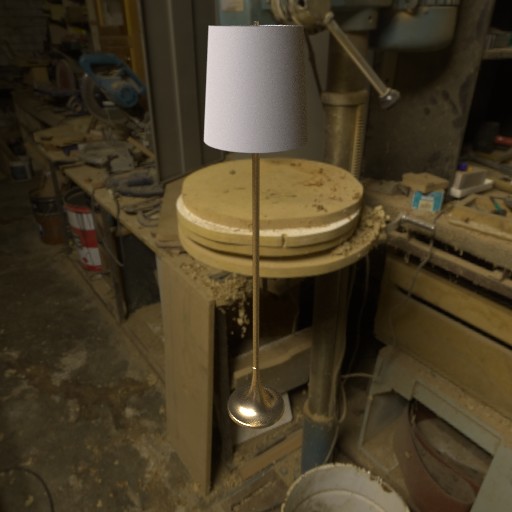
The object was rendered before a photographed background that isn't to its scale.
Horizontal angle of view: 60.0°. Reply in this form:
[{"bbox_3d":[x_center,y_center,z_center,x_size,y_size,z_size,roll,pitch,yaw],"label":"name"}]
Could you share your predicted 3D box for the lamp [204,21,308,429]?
[{"bbox_3d":[0.000,0.000,1.648,0.337,1.543,0.337,0,28,0],"label":"lamp"}]
